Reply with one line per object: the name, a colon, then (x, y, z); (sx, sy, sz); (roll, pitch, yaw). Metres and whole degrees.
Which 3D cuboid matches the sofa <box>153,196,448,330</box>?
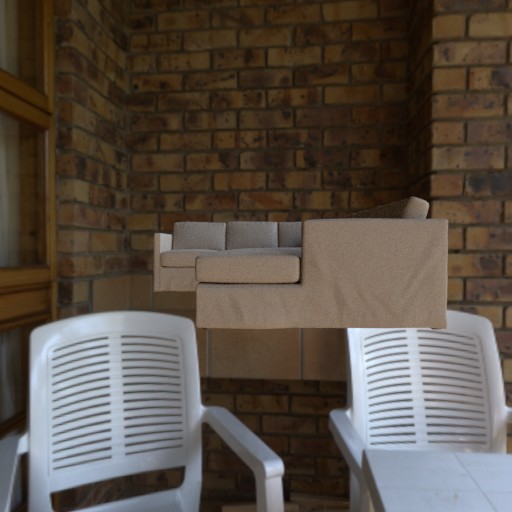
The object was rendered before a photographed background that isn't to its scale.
sofa: (0.000, 0.000, 4.476); (2.427, 0.882, 3.460); (0, 1, 0)
